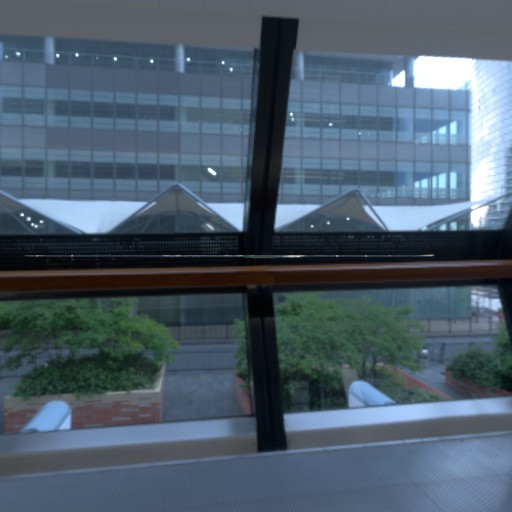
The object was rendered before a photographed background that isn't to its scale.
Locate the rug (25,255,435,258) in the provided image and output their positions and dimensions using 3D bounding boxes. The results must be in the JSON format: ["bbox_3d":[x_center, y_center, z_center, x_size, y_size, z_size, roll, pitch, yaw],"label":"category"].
[{"bbox_3d":[0.000,0.000,3.842,2.277,0.020,2.867,0,0,35],"label":"rug"}]
